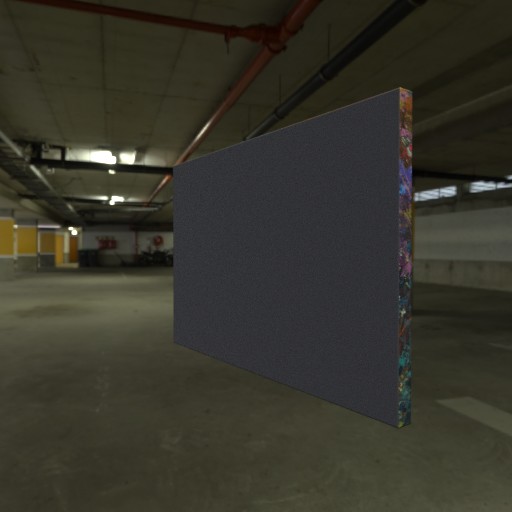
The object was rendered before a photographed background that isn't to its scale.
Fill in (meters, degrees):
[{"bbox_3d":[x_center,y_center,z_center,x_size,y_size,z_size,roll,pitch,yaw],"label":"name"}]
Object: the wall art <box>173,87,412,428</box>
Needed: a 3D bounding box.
[{"bbox_3d":[0.000,0.000,1.162,0.037,0.604,0.908,-1,1,-36],"label":"wall art"}]
